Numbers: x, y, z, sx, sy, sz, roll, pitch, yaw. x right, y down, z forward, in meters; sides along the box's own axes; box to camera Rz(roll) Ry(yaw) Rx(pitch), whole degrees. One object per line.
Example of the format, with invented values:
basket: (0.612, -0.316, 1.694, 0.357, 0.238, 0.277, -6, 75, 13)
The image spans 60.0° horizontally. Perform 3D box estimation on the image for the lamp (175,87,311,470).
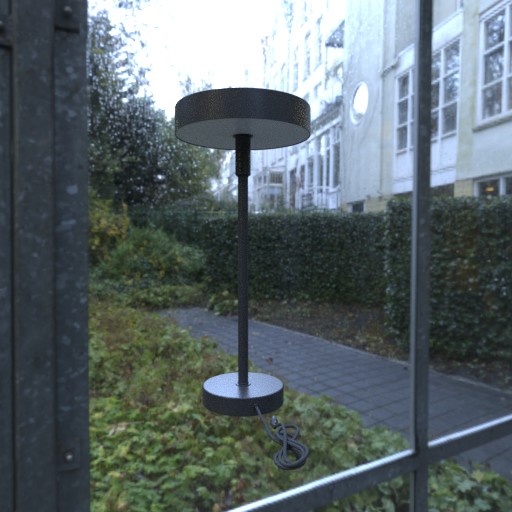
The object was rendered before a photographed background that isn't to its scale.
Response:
lamp: (0.000, 0.000, 0.694, 0.229, 0.508, 0.369, -1, 2, -18)
